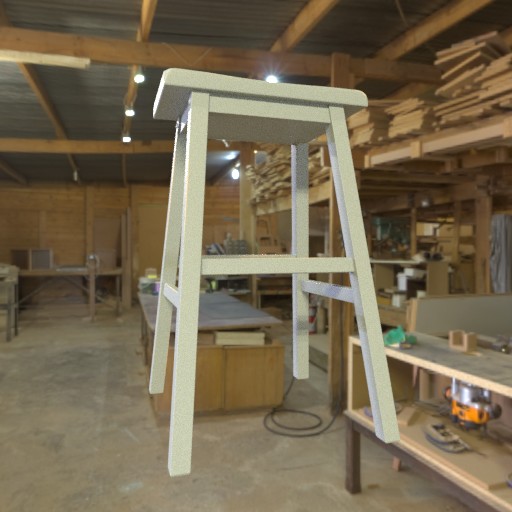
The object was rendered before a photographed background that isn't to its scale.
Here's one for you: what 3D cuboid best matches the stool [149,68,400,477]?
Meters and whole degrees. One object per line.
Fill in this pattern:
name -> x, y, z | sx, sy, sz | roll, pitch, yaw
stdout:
stool -> 0.000, 0.000, 1.038 | 0.457, 0.737, 0.476 | 0, 1, -18
